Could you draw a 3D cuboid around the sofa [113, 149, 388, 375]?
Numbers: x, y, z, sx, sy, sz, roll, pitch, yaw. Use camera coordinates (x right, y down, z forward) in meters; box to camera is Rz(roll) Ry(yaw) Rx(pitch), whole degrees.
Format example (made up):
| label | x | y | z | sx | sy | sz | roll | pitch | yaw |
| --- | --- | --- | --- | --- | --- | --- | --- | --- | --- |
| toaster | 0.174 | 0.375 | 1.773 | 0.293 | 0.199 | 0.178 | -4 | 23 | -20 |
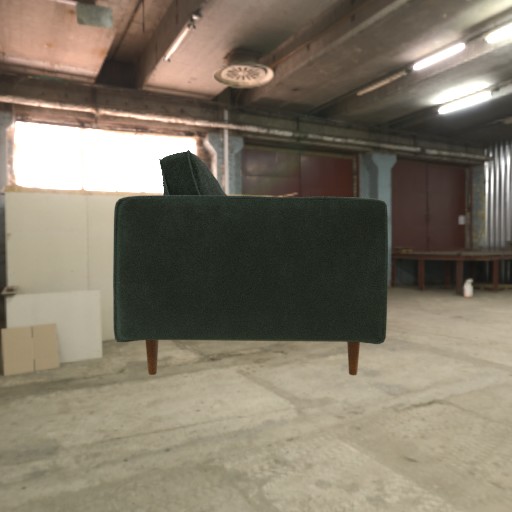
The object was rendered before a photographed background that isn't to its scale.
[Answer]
| label | x | y | z | sx | sy | sz | roll | pitch | yaw |
| --- | --- | --- | --- | --- | --- | --- | --- | --- | --- |
| sofa | 0.000 | 0.000 | 2.270 | 0.886 | 0.781 | 1.816 | 0 | 2 | 0 |
